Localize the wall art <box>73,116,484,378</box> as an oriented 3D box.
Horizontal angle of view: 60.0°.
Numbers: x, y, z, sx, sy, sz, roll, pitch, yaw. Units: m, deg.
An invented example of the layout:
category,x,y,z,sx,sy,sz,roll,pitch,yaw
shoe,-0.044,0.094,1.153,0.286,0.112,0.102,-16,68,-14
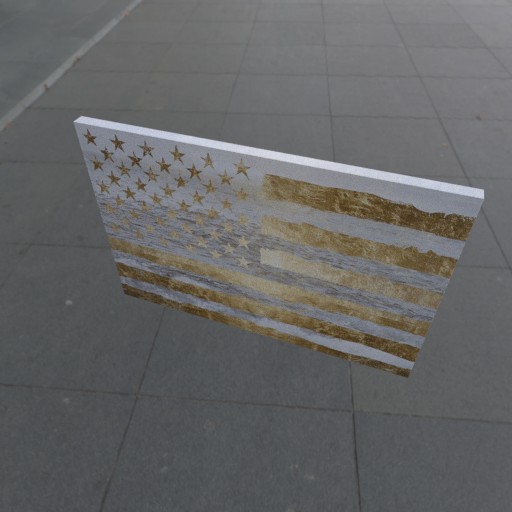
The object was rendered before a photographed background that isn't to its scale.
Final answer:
category,x,y,z,sx,sy,sz,roll,pitch,yaw
wall art,0.000,0.000,1.448,1.145,0.762,0.041,14,45,15
